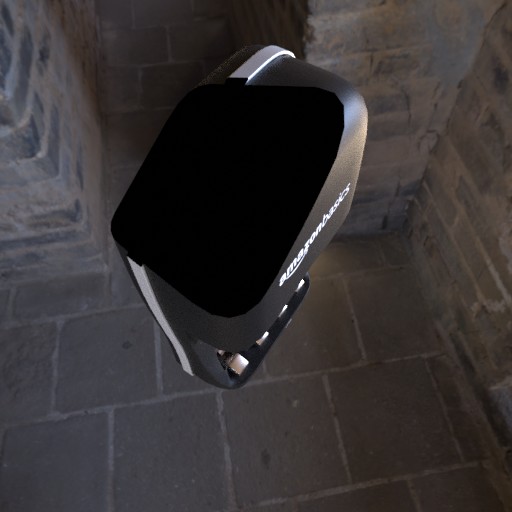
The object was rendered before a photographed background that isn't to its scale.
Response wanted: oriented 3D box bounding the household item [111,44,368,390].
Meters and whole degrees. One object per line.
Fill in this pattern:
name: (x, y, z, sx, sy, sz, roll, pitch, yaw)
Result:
household item: (0.000, 0.000, 0.142, 0.038, 0.114, 0.070, 30, 63, 17)
